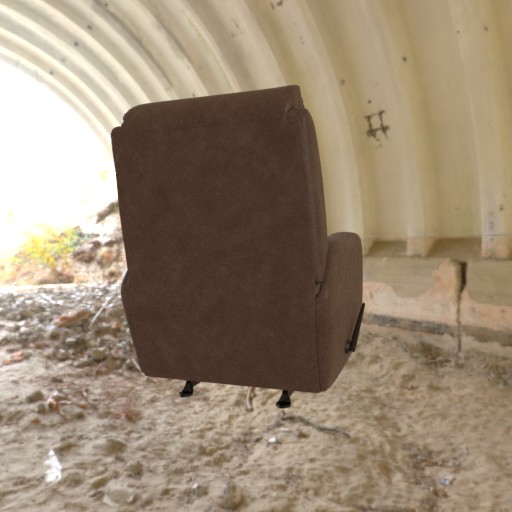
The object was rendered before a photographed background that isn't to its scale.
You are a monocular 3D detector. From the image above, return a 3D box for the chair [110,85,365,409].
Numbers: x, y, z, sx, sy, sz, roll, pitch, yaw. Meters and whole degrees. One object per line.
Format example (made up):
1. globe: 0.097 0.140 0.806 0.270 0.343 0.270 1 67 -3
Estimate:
1. chair: 0.000 0.000 1.867 0.865 1.067 1.067 0 0 18
